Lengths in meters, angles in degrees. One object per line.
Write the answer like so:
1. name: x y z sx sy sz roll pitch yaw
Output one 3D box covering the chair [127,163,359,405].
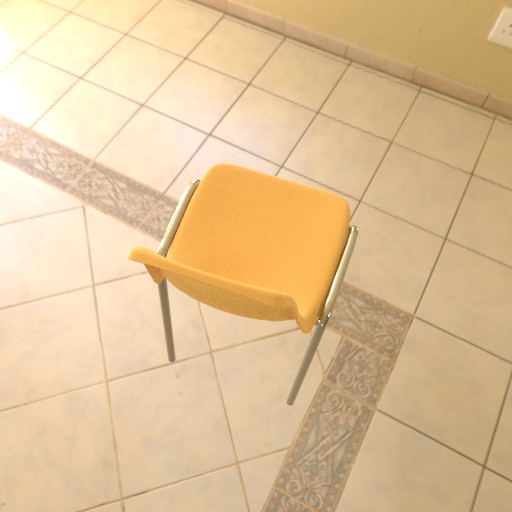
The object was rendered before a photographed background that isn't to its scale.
1. chair: 0.000 0.000 0.948 0.381 0.704 0.436 18 66 8
